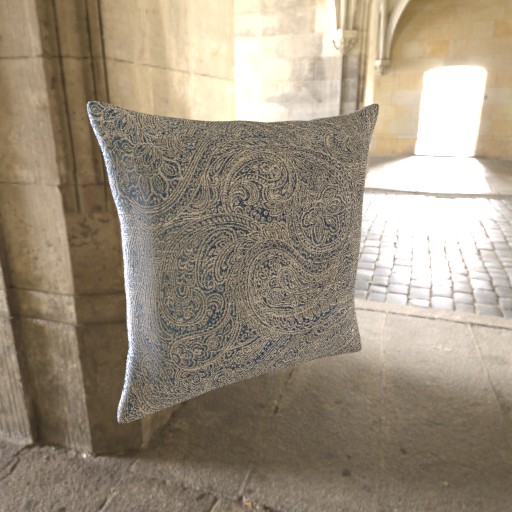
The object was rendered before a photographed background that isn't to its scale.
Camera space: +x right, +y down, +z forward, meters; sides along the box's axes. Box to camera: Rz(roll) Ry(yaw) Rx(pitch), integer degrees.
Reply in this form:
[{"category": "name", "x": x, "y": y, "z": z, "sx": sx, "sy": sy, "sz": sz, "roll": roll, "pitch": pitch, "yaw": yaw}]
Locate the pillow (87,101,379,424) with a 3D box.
[{"category": "pillow", "x": 0.000, "y": 0.000, "z": 0.778, "sx": 0.523, "sy": 0.510, "sz": 0.166, "roll": -10, "pitch": 20, "yaw": -27}]
